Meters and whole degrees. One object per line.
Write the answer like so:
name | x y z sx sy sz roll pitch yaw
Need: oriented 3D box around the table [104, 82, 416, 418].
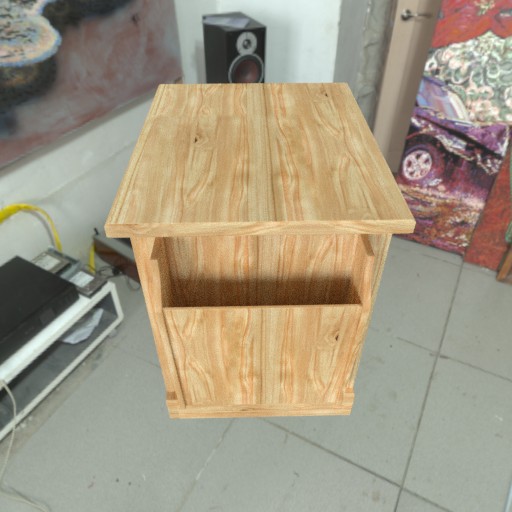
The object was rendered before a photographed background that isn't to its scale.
table | 0.000 0.000 0.883 0.380 0.515 0.530 -1 41 -1
